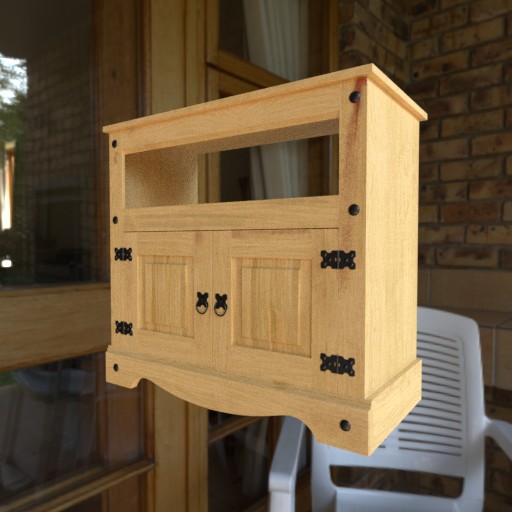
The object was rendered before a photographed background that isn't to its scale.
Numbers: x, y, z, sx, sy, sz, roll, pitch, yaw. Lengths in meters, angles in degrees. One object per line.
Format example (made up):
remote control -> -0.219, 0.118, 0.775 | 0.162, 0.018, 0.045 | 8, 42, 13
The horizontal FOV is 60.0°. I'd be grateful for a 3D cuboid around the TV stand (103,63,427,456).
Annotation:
TV stand -> 0.000, 0.000, 1.300 | 0.851, 0.787, 0.430 | 1, 2, 35
